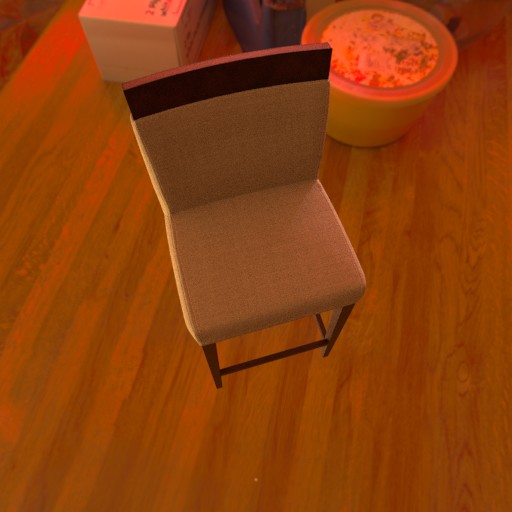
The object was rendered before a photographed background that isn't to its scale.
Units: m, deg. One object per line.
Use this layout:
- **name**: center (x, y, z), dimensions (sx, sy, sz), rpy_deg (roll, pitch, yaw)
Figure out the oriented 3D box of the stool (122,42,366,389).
- **stool**: center (0.000, 0.000, 1.287), dimensions (0.463, 1.011, 0.480), rpy_deg (-15, 64, -7)
